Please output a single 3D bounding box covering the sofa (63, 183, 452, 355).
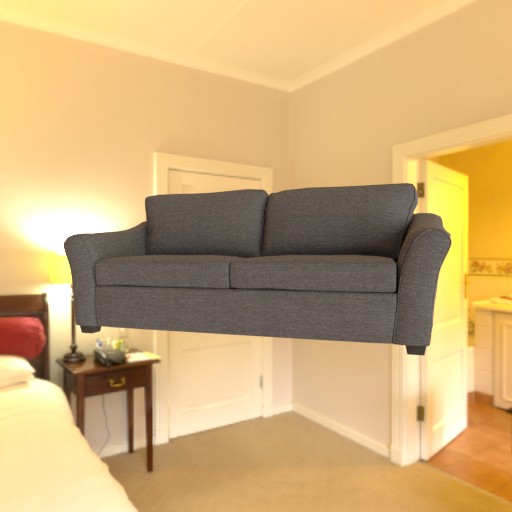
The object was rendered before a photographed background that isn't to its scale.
[{"bbox_3d":[0.000,0.000,2.842,2.270,0.950,0.971,0,0,18],"label":"sofa"}]
